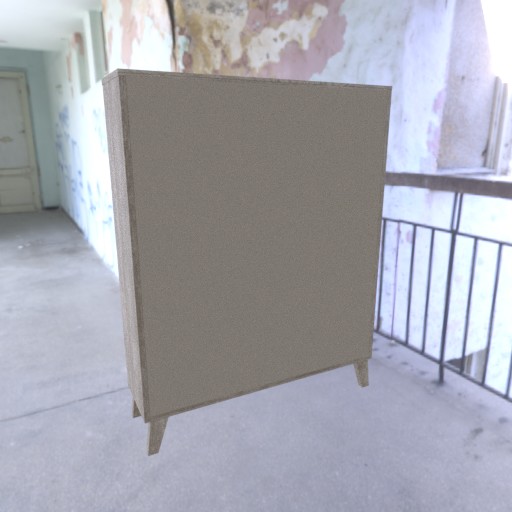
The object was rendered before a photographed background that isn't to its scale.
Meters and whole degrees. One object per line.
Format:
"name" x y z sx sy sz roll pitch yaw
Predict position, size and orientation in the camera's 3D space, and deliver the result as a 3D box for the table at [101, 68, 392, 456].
"table" 0.000 0.000 1.554 0.902 1.135 0.256 -8 17 -26
